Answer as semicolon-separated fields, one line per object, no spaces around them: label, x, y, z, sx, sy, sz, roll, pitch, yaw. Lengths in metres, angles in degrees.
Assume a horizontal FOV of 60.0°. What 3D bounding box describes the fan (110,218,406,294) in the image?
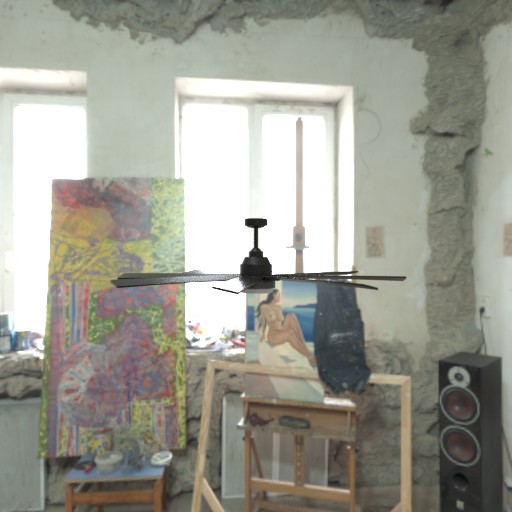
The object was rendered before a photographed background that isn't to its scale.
fan;0.000;0.000;2.827;1.830;0.472;1.830;-1;1;-36
